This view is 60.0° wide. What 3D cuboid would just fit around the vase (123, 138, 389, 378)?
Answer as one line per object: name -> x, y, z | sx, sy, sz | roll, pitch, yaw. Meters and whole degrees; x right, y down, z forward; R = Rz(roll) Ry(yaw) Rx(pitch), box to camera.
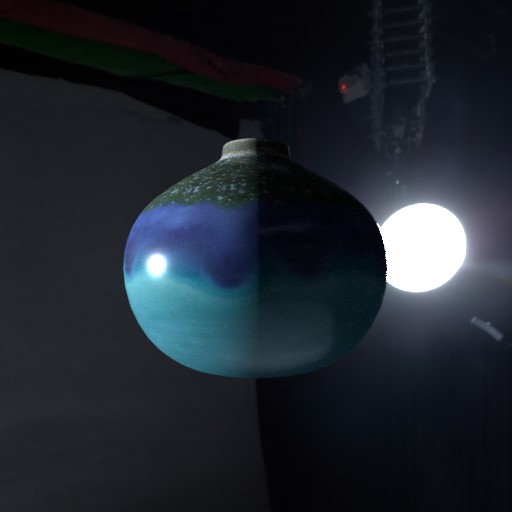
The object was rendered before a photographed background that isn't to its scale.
vase -> 0.000, 0.000, 0.269 | 0.154, 0.133, 0.154 | 0, -1, 0
